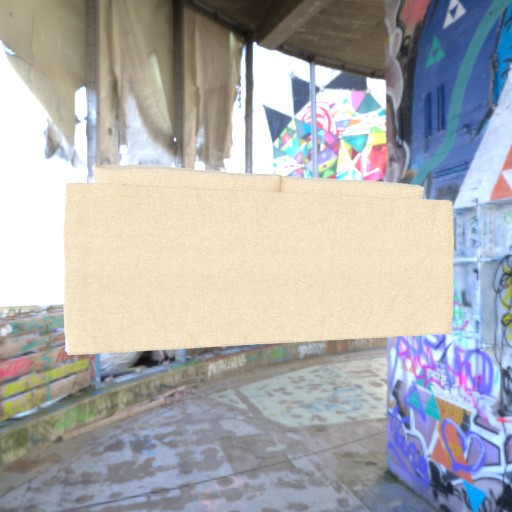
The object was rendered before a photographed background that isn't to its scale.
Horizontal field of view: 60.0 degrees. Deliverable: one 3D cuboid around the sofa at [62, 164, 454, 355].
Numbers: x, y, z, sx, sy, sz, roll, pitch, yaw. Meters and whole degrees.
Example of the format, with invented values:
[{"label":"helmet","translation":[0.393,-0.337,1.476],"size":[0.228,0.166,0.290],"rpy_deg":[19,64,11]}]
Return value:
[{"label":"sofa","translation":[0.000,0.000,2.527],"size":[1.959,0.835,0.962],"rpy_deg":[0,-1,-17]}]
